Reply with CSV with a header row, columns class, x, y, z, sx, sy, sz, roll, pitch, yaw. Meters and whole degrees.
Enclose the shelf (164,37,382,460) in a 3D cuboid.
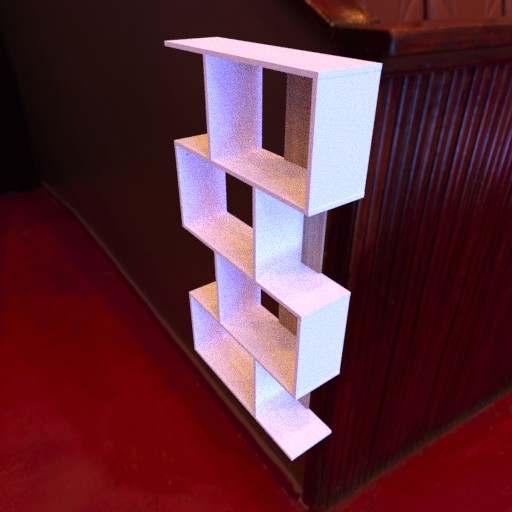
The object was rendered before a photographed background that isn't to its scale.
class,x,y,z,sx,sy,sz,roll,pitch,yaw
shelf,0.000,0.000,1.947,0.250,1.650,0.890,-21,37,-30
